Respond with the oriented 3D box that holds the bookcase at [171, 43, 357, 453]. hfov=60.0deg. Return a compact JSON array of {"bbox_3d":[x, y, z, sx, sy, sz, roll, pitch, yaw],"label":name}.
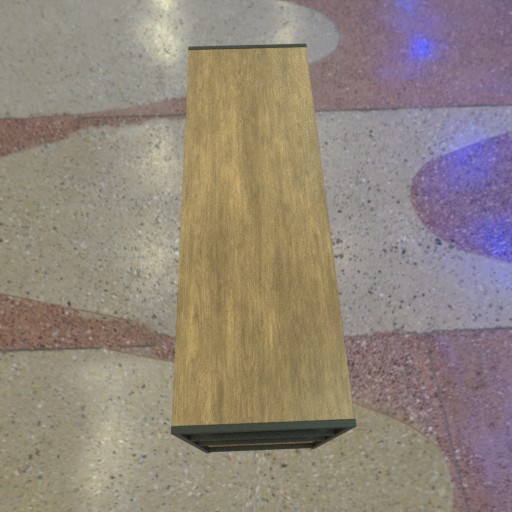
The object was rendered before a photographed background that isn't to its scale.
[{"bbox_3d":[0.000,0.000,1.471,0.391,0.712,1.149,-2,63,-1],"label":"bookcase"}]
